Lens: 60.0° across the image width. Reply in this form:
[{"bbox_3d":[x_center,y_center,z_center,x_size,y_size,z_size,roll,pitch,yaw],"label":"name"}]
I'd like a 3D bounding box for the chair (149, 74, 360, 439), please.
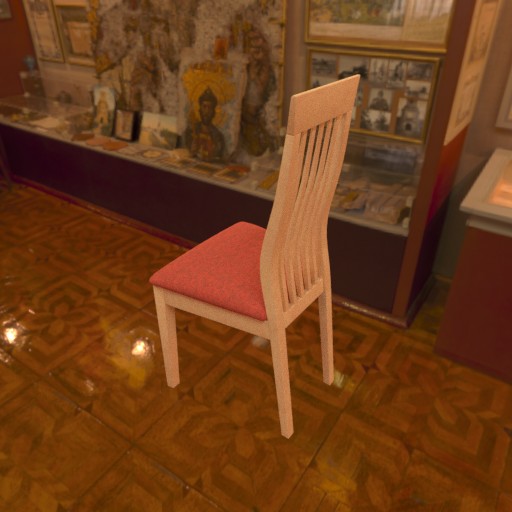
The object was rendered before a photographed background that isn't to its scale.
[{"bbox_3d":[0.000,0.000,1.334,0.474,1.027,0.460,21,38,30],"label":"chair"}]
